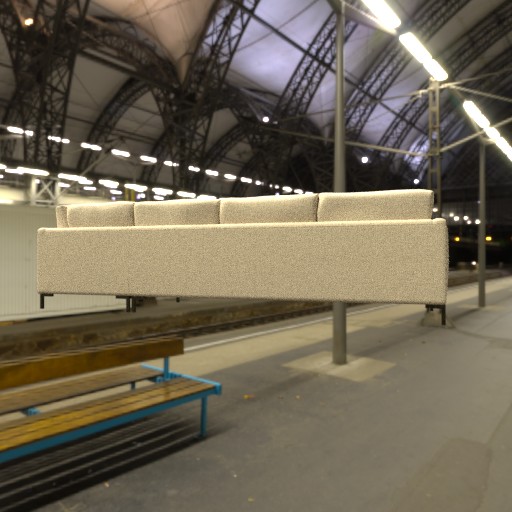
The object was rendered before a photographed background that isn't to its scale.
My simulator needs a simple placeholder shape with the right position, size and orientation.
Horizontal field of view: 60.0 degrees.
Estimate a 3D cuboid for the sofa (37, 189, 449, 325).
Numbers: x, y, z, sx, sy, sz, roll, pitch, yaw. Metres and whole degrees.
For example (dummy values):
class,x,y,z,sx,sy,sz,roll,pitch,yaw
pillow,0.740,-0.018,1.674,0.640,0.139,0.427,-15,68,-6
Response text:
class,x,y,z,sx,sy,sz,roll,pitch,yaw
sofa,0.000,0.000,3.907,2.949,0.815,2.007,0,0,17
